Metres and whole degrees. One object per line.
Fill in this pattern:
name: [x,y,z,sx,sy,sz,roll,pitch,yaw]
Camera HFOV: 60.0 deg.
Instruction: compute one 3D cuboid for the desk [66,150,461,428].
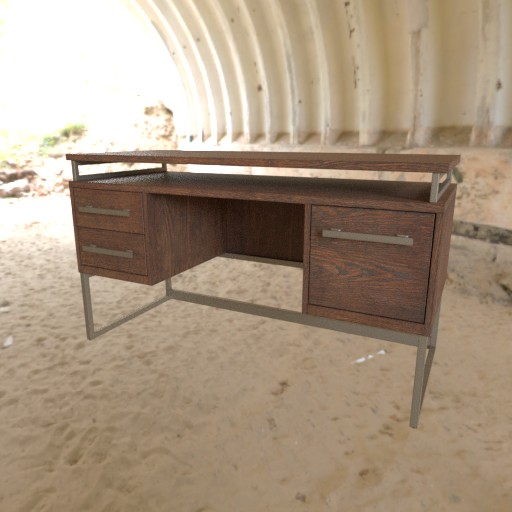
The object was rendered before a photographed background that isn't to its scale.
desk: [0.000,0.000,1.773,1.384,0.792,0.610,7,17,26]
